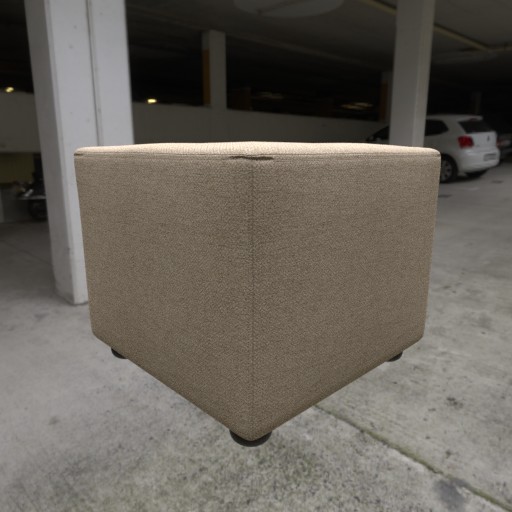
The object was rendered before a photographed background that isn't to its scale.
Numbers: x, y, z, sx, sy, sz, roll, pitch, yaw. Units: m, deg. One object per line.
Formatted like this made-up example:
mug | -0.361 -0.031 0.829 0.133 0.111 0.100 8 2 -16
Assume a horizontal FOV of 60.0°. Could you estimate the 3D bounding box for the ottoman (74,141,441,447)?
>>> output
ottoman | 0.000 0.000 0.874 0.508 0.432 0.508 -13 18 -42
